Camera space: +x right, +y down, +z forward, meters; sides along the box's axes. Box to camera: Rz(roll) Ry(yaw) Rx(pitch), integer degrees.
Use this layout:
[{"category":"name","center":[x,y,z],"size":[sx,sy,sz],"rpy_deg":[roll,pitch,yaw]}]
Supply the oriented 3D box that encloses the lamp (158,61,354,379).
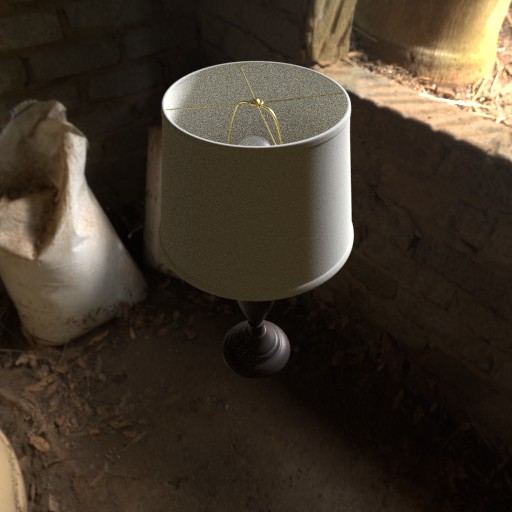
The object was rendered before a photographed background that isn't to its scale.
[{"category":"lamp","center":[0.000,0.000,0.822],"size":[0.335,0.611,0.335],"rpy_deg":[0,45,0]}]
